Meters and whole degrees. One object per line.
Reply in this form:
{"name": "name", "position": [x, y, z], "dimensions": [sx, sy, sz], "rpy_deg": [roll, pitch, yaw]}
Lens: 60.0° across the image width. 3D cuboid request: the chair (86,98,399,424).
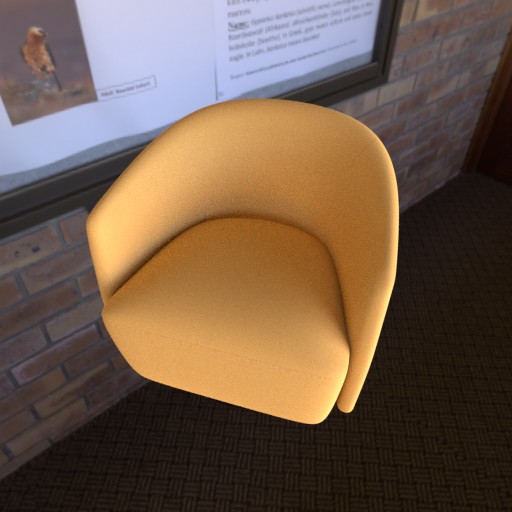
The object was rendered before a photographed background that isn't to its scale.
{"name": "chair", "position": [0.000, 0.000, 1.359], "dimensions": [0.773, 0.698, 0.767], "rpy_deg": [12, 43, 13]}
